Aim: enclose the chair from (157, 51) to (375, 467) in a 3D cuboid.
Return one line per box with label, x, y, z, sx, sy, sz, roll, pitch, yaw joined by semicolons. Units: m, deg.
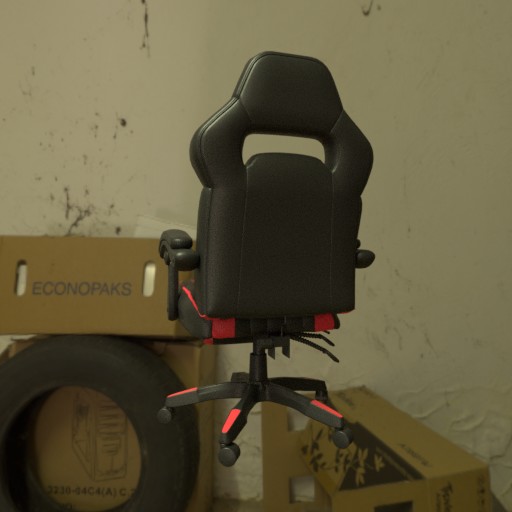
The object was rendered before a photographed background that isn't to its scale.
chair;0.000;0.000;1.630;0.700;1.220;0.700;0;1;-18
